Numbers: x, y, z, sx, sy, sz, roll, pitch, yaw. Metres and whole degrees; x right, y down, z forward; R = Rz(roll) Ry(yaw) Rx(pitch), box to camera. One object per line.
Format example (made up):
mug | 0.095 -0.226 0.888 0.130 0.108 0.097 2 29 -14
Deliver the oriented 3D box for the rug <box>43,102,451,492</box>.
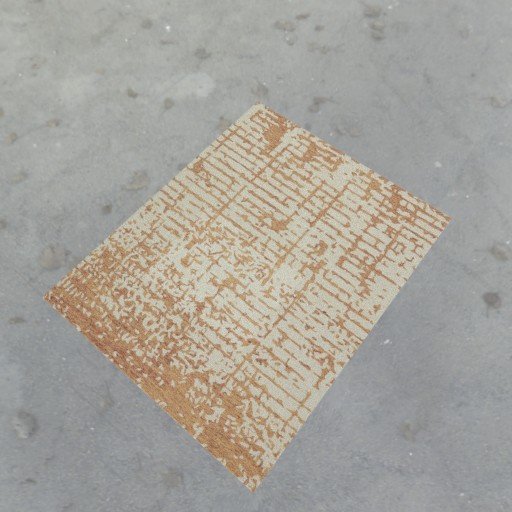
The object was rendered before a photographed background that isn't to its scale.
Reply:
rug | 0.000 0.000 4.143 2.441 0.011 3.050 36 69 16
